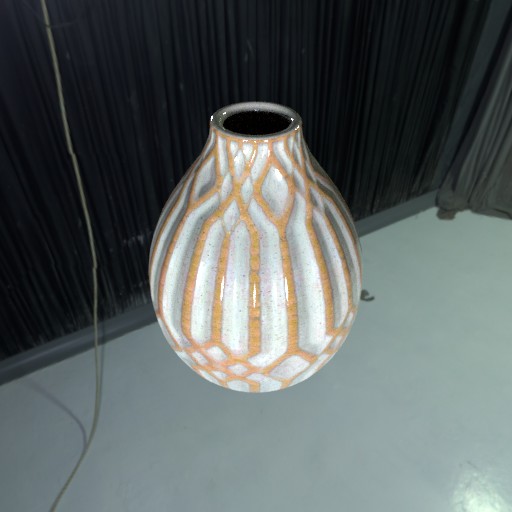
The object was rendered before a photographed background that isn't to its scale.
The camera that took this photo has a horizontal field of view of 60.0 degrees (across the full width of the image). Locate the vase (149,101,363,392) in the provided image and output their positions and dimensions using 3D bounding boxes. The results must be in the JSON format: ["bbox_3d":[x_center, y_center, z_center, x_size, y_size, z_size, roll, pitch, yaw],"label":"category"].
[{"bbox_3d":[0.000,0.000,0.270,0.131,0.175,0.131,0,41,0],"label":"vase"}]
